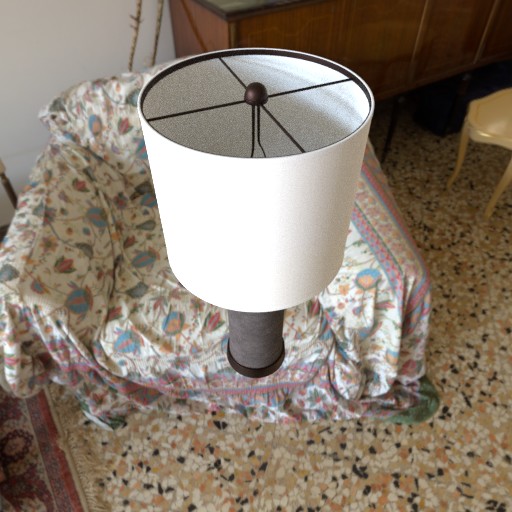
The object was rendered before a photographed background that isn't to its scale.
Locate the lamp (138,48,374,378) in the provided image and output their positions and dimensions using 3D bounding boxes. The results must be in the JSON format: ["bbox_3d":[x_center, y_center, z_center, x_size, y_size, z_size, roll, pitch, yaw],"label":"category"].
[{"bbox_3d":[0.000,0.000,0.788,0.301,0.630,0.301,16,48,15],"label":"lamp"}]
